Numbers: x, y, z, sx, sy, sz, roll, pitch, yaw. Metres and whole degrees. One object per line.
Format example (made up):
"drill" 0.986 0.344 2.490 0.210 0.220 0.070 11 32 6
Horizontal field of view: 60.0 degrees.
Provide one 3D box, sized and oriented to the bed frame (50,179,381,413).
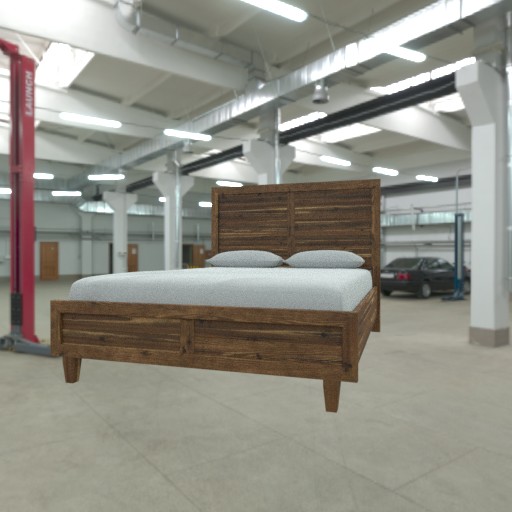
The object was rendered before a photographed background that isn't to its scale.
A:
"bed frame" 0.000 0.000 3.314 1.696 1.417 2.276 0 0 18
